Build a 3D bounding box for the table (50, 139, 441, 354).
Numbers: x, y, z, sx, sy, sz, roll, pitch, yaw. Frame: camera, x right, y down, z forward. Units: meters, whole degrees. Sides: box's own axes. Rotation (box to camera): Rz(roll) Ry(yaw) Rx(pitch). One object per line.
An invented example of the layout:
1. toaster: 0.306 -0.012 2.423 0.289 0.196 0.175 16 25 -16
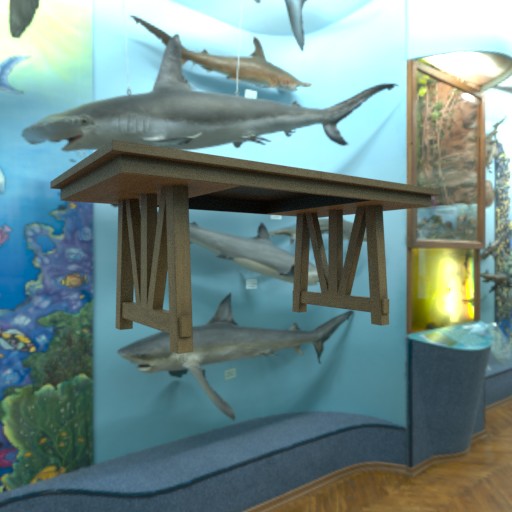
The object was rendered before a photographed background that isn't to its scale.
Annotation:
1. table: 0.000 0.000 2.418 1.881 0.768 1.016 0 0 -35
